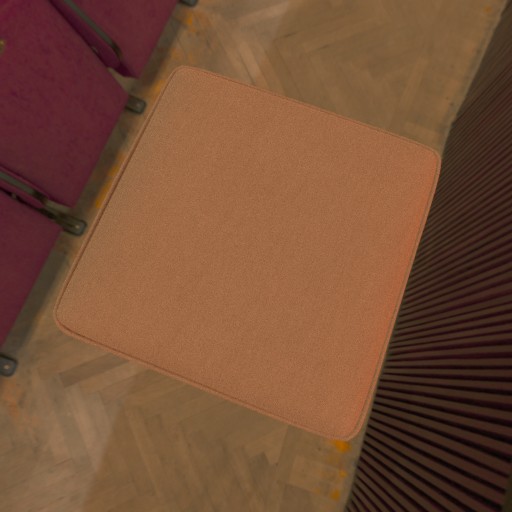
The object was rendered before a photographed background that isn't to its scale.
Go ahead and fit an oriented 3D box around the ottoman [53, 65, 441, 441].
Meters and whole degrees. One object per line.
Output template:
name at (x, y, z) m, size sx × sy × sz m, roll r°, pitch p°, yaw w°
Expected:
ottoman at (0.000, 0.000, 1.029) m, size 0.613 × 0.438 × 0.616 m, roll 21°, pitch 77°, yaw 5°
